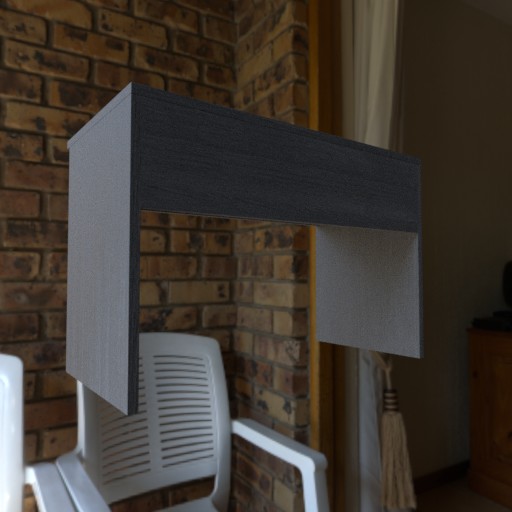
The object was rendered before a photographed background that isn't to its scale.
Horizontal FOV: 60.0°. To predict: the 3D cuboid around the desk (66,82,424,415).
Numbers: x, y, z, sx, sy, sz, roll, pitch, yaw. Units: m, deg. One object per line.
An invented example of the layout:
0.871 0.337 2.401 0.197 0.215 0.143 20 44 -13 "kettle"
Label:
0.000 0.000 1.517 1.099 0.729 0.557 2 -3 -36 "desk"
